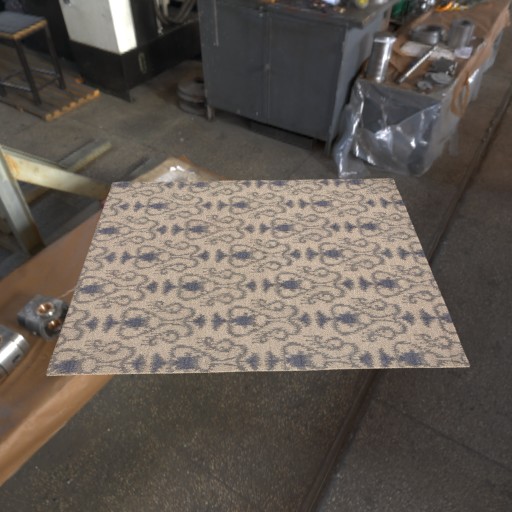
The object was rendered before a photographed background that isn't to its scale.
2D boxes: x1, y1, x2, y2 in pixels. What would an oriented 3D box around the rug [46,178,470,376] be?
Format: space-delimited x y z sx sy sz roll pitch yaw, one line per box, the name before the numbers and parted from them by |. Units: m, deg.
rug | 0.000 0.000 4.187 3.205 0.015 2.437 -1 45 -1
